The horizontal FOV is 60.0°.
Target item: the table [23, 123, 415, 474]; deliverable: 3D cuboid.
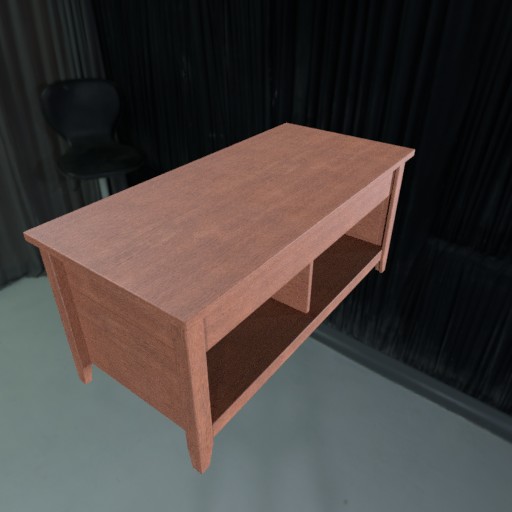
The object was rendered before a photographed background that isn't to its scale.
[{"bbox_3d":[0.000,0.000,1.289,0.483,0.457,1.016,22,39,30],"label":"table"}]
